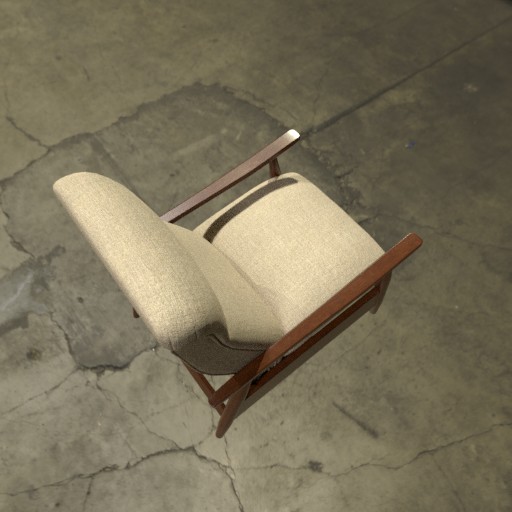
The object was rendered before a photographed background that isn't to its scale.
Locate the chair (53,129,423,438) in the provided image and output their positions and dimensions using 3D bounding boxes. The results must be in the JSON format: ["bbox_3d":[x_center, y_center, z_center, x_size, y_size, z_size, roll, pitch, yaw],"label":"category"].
[{"bbox_3d":[0.000,0.000,1.729,1.014,1.082,0.762,-34,65,-18],"label":"chair"}]
